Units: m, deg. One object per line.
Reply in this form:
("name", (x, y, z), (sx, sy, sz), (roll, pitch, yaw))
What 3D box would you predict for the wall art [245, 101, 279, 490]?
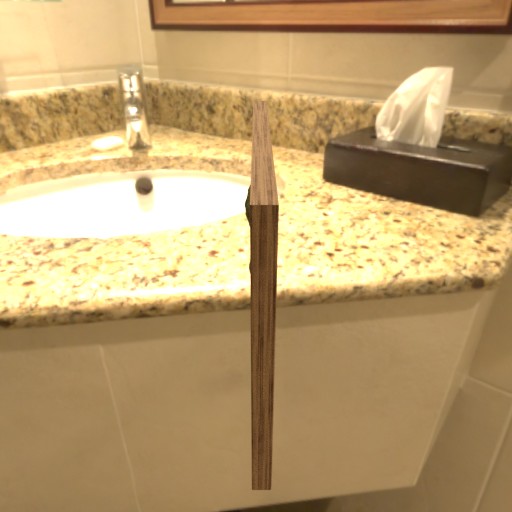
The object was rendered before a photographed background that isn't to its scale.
("wall art", (0.000, 0.000, 1.112), (0.063, 0.609, 0.841), (0, 28, 0))
